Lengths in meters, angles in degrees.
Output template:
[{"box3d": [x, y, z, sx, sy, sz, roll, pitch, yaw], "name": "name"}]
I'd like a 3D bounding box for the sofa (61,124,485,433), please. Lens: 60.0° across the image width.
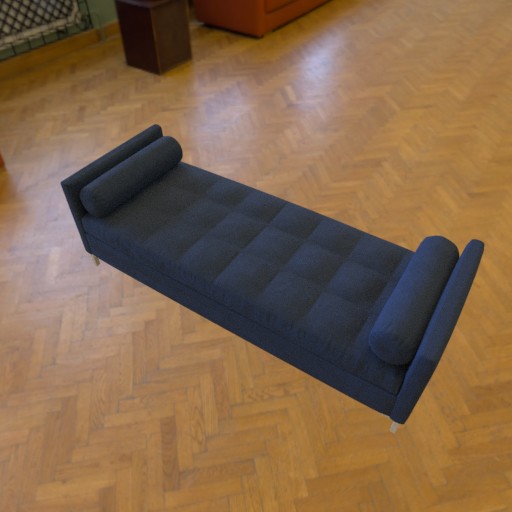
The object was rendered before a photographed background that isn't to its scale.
[{"box3d": [0.000, 0.000, 2.475, 2.102, 0.657, 0.797, 25, 50, 23], "name": "sofa"}]
